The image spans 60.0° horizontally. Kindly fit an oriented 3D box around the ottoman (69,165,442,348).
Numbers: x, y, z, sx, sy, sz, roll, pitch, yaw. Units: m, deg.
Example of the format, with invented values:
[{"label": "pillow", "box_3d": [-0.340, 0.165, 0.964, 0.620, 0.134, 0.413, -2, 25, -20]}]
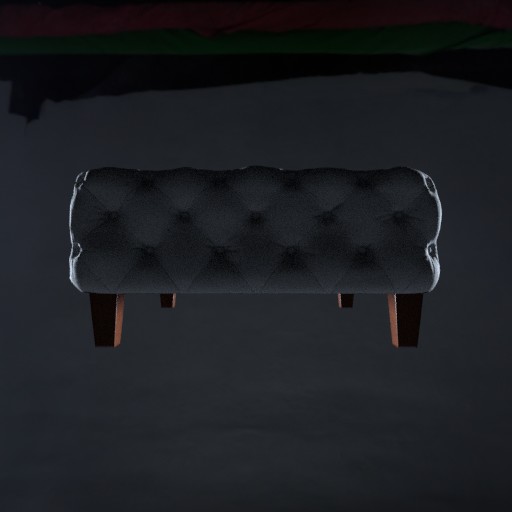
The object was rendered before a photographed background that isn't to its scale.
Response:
[{"label": "ottoman", "box_3d": [0.000, 0.000, 1.222, 0.758, 0.365, 0.764, 0, 1, 0]}]
